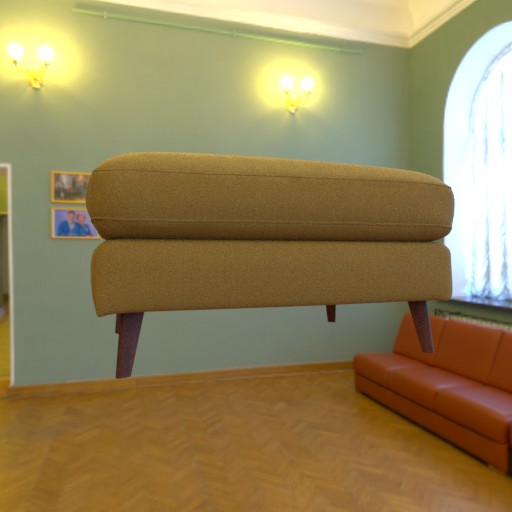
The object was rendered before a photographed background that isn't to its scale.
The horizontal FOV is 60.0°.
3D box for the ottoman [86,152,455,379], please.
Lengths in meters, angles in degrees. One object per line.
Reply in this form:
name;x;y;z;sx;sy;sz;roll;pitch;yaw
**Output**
ottoman;0.000;0.000;1.161;0.811;0.449;0.608;0;0;-18
